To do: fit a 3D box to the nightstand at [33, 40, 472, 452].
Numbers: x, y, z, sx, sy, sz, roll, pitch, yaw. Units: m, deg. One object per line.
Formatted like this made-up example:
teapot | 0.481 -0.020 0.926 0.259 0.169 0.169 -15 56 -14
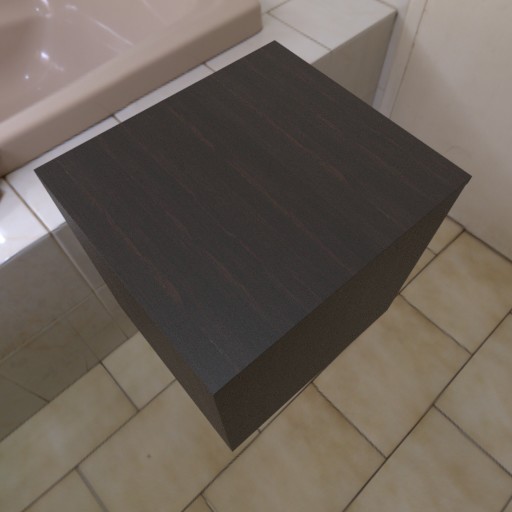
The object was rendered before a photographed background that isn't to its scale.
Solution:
nightstand | 0.000 0.000 0.804 0.461 0.460 0.400 -37 66 -20
